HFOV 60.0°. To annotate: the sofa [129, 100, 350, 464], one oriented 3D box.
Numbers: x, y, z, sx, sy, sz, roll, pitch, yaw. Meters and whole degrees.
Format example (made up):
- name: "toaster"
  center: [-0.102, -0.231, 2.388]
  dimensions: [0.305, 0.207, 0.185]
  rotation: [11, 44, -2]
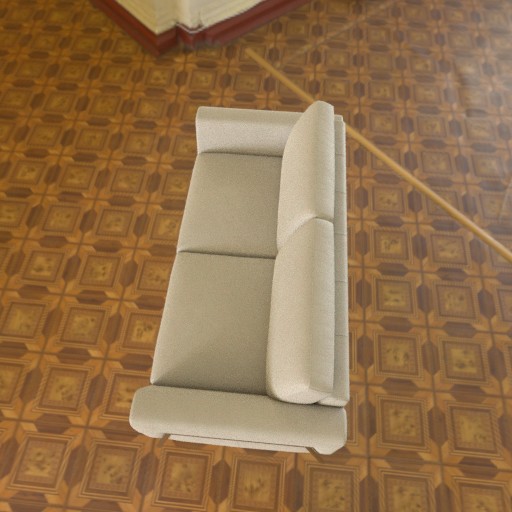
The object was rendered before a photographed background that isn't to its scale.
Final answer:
- name: "sofa"
  center: [0.000, 0.000, 2.545]
  dimensions: [0.953, 0.875, 2.017]
  rotation: [4, 60, 3]
